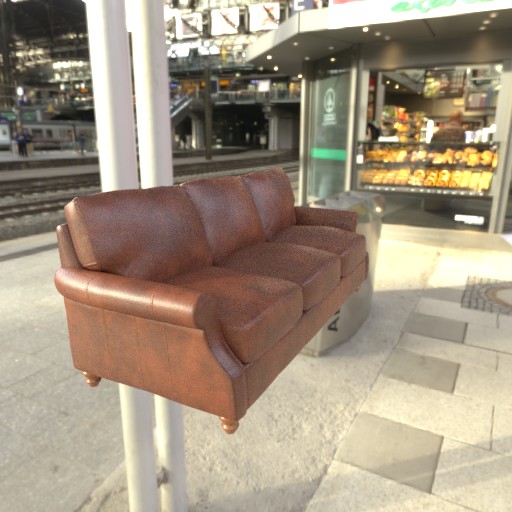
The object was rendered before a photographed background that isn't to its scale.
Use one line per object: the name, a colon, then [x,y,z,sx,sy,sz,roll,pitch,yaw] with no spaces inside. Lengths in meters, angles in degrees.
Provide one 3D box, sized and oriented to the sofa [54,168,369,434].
sofa: [0.000,0.000,2.809,0.973,0.977,2.351,8,17,26]
